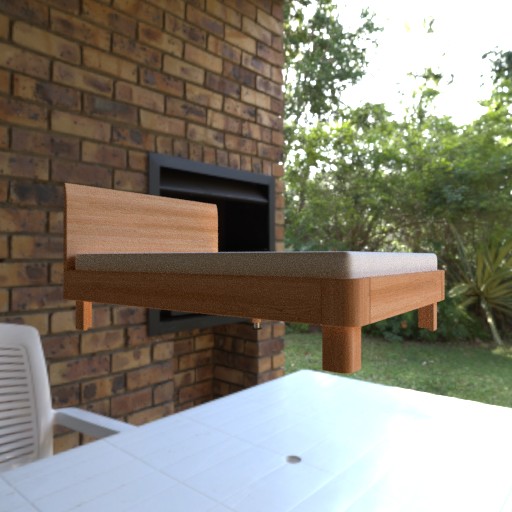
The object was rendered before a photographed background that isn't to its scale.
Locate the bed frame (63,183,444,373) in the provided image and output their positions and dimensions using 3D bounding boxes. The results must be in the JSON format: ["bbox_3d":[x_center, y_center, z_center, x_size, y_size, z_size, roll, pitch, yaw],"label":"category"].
[{"bbox_3d":[0.000,0.000,2.860,1.992,0.940,1.472,0,0,36],"label":"bed frame"}]
